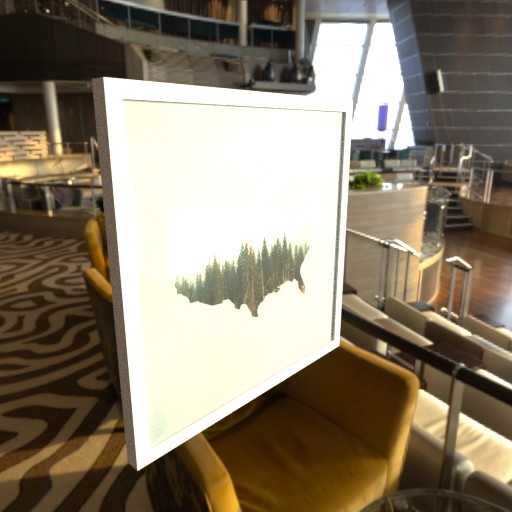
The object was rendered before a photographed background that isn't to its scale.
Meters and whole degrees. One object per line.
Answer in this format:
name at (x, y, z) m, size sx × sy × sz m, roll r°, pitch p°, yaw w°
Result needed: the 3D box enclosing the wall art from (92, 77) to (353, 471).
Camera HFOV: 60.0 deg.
wall art at (0.000, 0.000, 1.097) m, size 0.038 × 0.762 × 0.762 m, roll 14°, pitch 21°, yaw 41°
